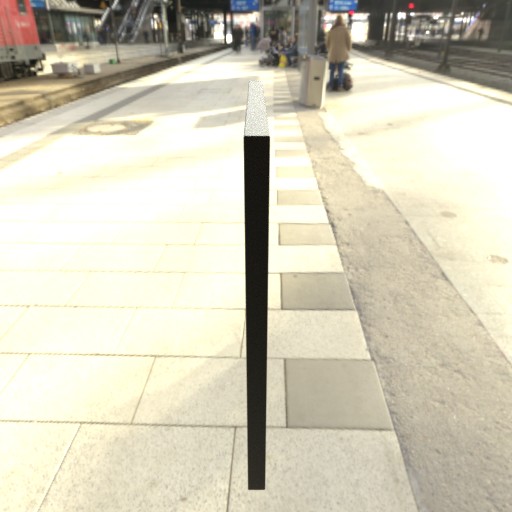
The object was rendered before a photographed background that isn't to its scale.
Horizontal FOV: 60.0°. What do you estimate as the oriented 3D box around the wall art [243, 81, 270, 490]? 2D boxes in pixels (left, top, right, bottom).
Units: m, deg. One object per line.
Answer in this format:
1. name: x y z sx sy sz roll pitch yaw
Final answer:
1. wall art: 0.000 0.000 1.128 0.038 0.761 0.755 0 27 0
